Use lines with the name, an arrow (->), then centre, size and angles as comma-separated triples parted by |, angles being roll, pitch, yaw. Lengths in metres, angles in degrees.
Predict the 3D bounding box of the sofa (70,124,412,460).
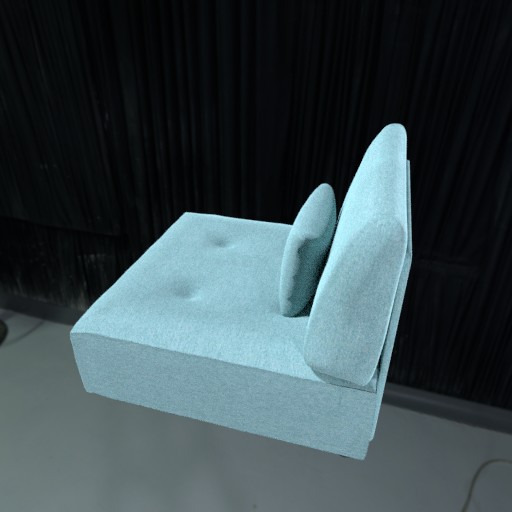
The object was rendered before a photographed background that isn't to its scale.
sofa -> 0.000, 0.000, 1.643 | 1.000, 0.820, 0.930 | 8, 32, 14
